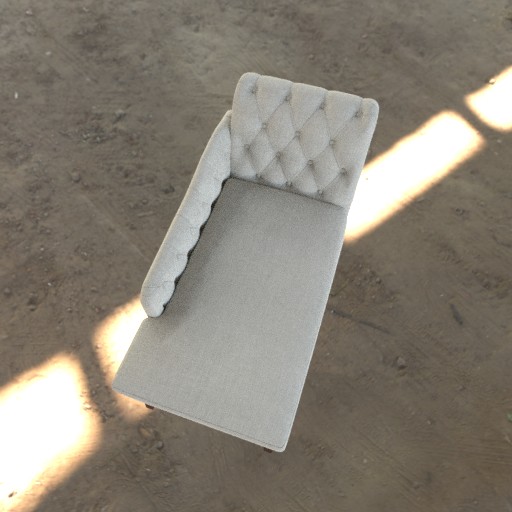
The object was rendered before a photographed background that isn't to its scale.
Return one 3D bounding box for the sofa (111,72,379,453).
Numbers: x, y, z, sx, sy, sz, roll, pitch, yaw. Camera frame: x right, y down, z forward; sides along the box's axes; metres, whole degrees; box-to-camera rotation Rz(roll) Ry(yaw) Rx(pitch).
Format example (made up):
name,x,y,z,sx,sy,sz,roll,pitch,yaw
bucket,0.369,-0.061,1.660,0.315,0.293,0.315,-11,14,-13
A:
name,x,y,z,sx,sy,sz,roll,pitch,yaw
sofa,0.000,0.000,1.868,0.675,0.787,1.379,16,61,9
